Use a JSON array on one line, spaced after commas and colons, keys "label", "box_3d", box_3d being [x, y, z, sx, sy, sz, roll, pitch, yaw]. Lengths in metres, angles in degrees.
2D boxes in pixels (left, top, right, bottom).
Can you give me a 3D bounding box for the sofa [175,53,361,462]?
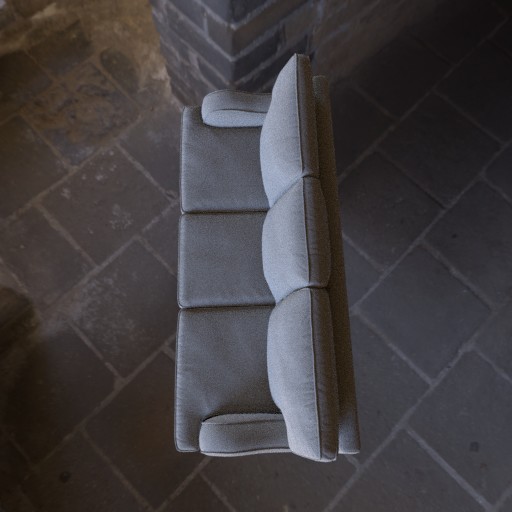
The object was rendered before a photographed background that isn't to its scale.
[{"label": "sofa", "box_3d": [0.000, 0.000, 2.834, 1.016, 0.997, 2.323, -2, 74, 0]}]
